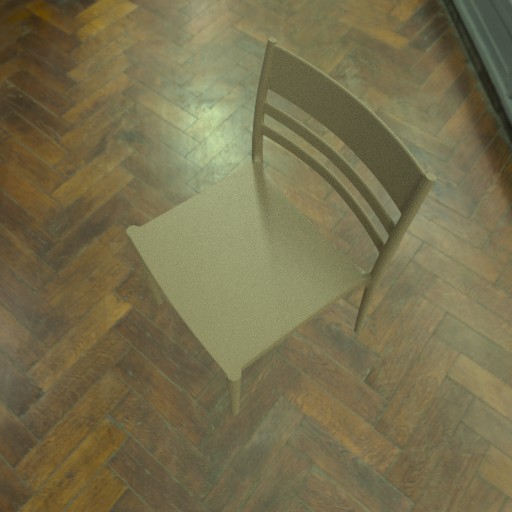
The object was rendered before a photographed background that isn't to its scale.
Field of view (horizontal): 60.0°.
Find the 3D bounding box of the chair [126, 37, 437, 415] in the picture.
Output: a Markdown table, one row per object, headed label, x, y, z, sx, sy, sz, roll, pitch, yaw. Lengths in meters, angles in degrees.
| label | x | y | z | sx | sy | sz | roll | pitch | yaw |
| --- | --- | --- | --- | --- | --- | --- | --- | --- | --- |
| chair | 0.000 | 0.000 | 1.145 | 0.511 | 0.800 | 0.531 | -33 | 67 | -16 |
